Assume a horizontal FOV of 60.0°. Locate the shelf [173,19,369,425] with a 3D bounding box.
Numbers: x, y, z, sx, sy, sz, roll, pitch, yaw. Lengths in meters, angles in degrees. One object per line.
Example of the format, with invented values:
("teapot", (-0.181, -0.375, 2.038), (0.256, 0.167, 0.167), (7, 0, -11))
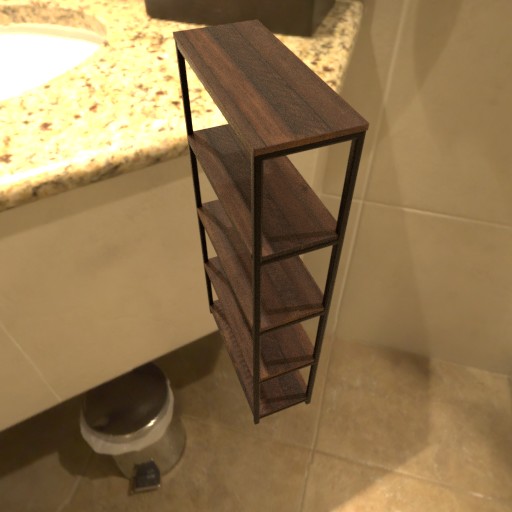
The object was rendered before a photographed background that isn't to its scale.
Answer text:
("shelf", (0.000, 0.000, 2.195), (0.359, 1.860, 0.874), (-16, 49, -15))
